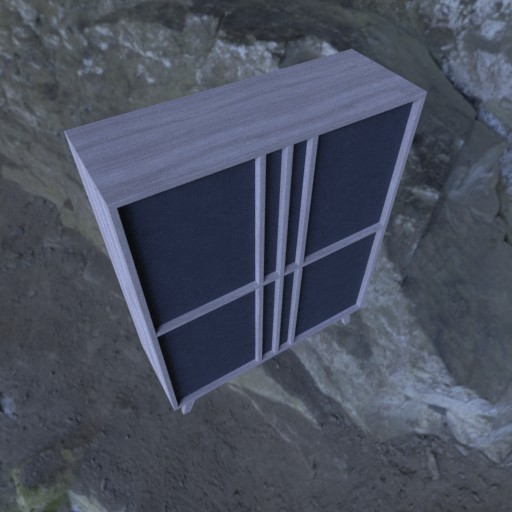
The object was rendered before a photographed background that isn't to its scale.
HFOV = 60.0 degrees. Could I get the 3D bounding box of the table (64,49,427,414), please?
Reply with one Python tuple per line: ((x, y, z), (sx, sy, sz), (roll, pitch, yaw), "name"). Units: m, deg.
((0.000, 0.000, 1.927), (1.111, 1.388, 0.398), (-24, 52, -20), "table")
